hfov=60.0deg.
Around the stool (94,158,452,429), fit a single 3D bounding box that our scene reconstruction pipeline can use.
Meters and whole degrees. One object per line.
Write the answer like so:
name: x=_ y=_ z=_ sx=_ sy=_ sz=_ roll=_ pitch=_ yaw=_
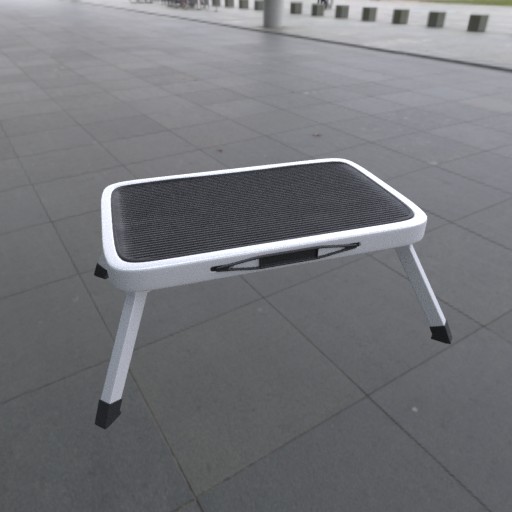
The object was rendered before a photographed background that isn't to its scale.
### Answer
stool: x=0.000 y=0.000 z=0.616 sx=0.460 sy=0.170 sz=0.320 roll=-9 pitch=33 yaw=-15
